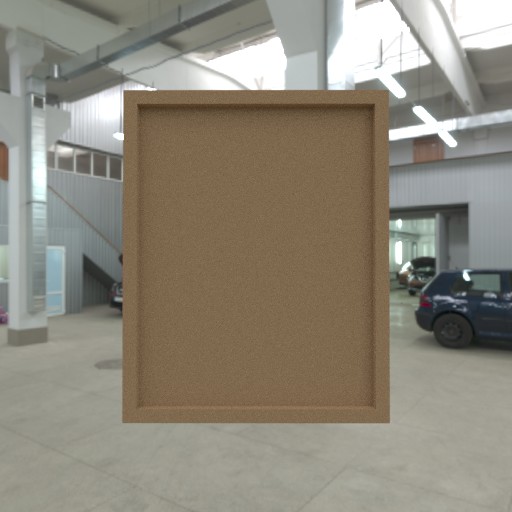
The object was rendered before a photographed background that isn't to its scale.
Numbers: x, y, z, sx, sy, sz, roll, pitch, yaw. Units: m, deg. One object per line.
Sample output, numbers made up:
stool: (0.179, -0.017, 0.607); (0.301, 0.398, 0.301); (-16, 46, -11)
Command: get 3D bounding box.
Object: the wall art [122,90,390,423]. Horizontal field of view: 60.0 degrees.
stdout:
wall art: (0.000, 0.000, 0.688); (0.406, 0.508, 0.028); (0, -1, 0)
